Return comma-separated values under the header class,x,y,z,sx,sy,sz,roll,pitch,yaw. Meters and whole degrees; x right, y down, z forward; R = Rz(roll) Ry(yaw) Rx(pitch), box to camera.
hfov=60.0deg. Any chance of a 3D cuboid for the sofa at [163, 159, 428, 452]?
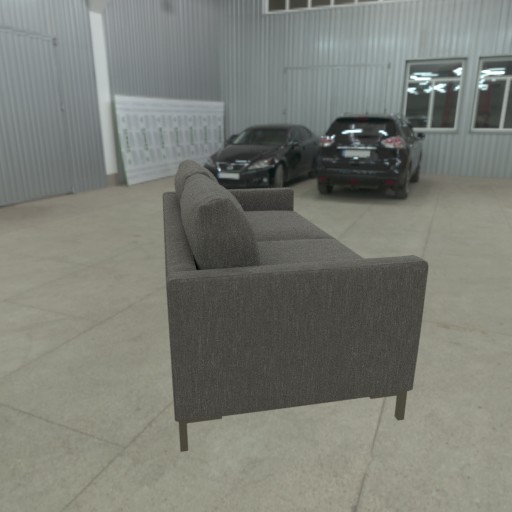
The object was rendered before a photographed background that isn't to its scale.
class,x,y,z,sx,sy,sz,roll,pitch,yaw
sofa,0.000,0.000,2.196,0.875,0.840,1.682,-4,18,-11
